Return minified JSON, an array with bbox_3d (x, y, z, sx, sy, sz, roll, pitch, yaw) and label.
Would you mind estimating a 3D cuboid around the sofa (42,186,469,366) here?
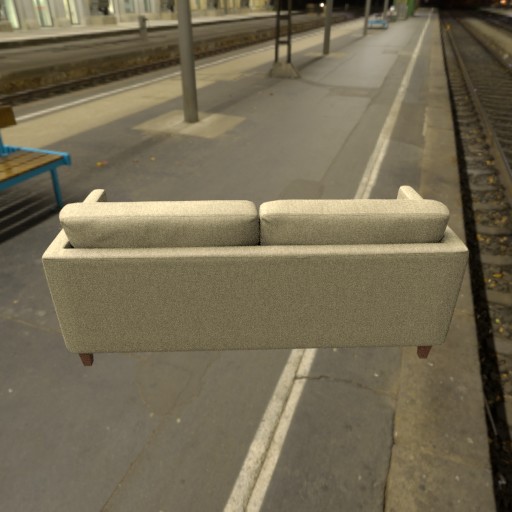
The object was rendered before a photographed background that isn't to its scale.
[{"bbox_3d":[0.000,0.000,2.779,2.208,0.960,0.956,-1,30,-2],"label":"sofa"}]
